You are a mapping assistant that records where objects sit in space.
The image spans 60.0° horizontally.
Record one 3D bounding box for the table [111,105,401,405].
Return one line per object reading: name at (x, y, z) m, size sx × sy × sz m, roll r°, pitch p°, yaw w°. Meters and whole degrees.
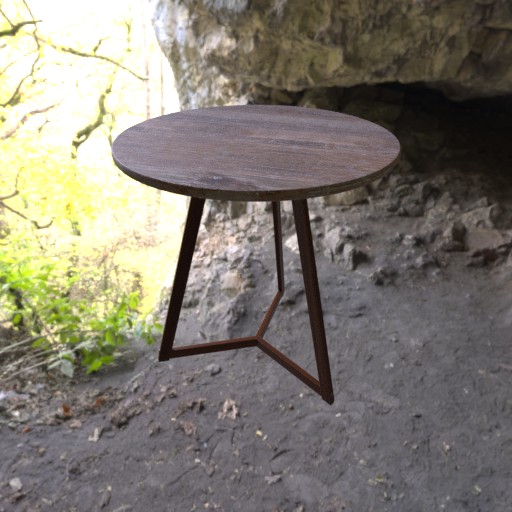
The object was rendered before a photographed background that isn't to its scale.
table at (0.000, 0.000, 0.921) m, size 0.500 × 0.500 × 0.500 m, roll 0°, pitch 31°, yaw 0°
